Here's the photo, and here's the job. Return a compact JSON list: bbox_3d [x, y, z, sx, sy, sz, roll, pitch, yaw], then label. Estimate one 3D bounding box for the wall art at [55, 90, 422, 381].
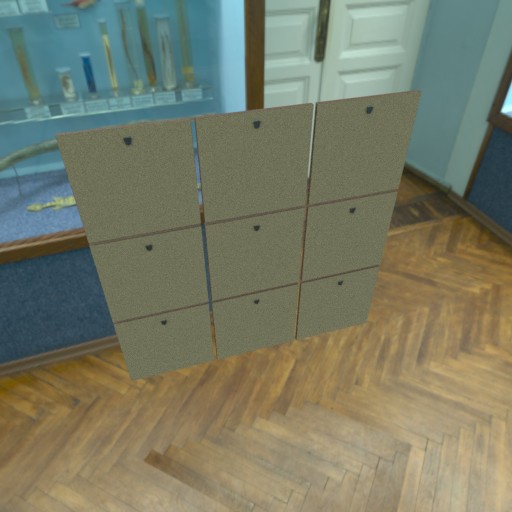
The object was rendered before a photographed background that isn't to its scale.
[{"bbox_3d":[0.000,0.000,1.349,0.906,0.904,0.018,-11,41,-13],"label":"wall art"}]
